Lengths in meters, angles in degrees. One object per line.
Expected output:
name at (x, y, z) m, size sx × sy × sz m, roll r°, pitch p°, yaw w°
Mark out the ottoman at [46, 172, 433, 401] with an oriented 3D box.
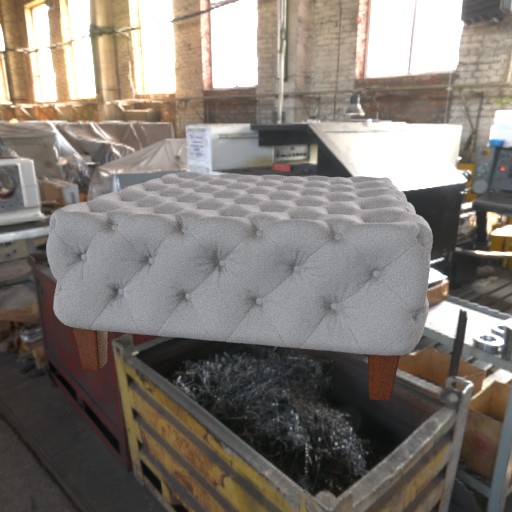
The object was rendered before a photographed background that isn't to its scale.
ottoman at (0.000, 0.000, 1.176) m, size 0.764 × 0.365 × 0.758 m, roll 3°, pitch 17°, yaw 10°
